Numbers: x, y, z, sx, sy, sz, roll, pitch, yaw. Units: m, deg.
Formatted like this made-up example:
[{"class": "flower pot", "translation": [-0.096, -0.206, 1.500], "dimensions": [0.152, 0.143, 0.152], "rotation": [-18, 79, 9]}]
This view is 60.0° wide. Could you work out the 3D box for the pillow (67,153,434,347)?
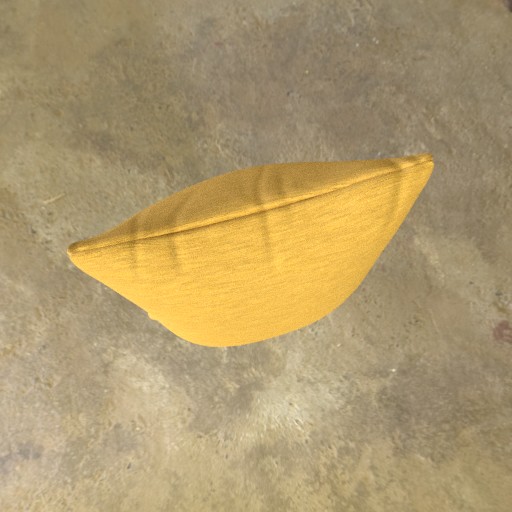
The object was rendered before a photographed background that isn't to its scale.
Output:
[{"class": "pillow", "translation": [0.000, 0.000, 0.692], "dimensions": [0.435, 0.417, 0.247], "rotation": [-15, 74, -4]}]
